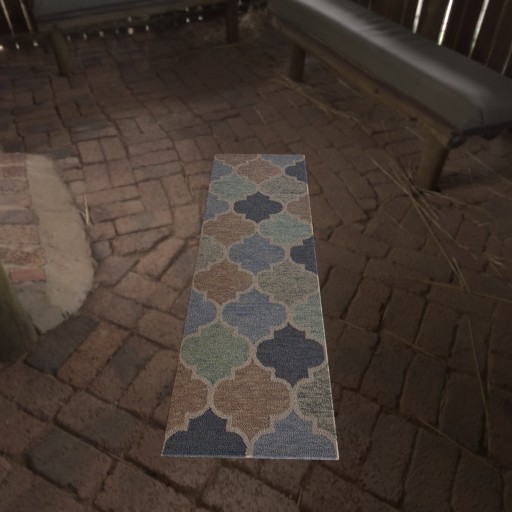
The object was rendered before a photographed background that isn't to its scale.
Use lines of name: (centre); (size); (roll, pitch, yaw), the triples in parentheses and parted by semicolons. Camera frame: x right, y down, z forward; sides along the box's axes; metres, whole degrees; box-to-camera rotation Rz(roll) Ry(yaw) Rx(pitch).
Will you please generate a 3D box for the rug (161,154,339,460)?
rug: (0.000, 0.000, 2.543); (0.687, 0.011, 2.287); (1, 43, 1)
